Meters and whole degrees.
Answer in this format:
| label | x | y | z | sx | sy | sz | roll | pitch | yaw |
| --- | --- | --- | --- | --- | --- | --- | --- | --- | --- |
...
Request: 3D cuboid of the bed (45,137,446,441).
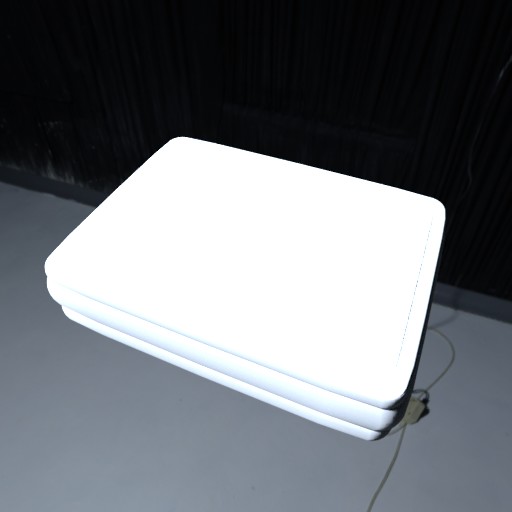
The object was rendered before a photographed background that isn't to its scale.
| label | x | y | z | sx | sy | sz | roll | pitch | yaw |
| --- | --- | --- | --- | --- | --- | --- | --- | --- | --- |
| bed | 0.000 | 0.000 | 2.663 | 2.036 | 0.460 | 1.520 | 18 | 49 | 16 |
